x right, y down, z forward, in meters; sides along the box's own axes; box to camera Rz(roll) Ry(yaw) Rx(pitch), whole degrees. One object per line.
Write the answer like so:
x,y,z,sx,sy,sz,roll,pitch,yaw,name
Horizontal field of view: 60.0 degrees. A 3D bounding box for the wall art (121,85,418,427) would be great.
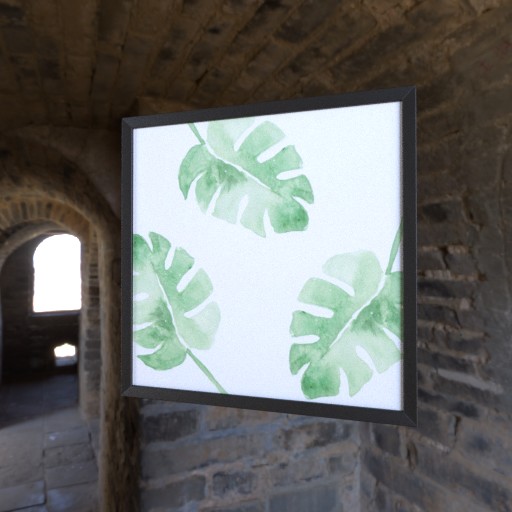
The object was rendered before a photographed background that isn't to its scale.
0.000,0.000,1.122,0.765,0.765,0.038,0,-1,17,wall art
